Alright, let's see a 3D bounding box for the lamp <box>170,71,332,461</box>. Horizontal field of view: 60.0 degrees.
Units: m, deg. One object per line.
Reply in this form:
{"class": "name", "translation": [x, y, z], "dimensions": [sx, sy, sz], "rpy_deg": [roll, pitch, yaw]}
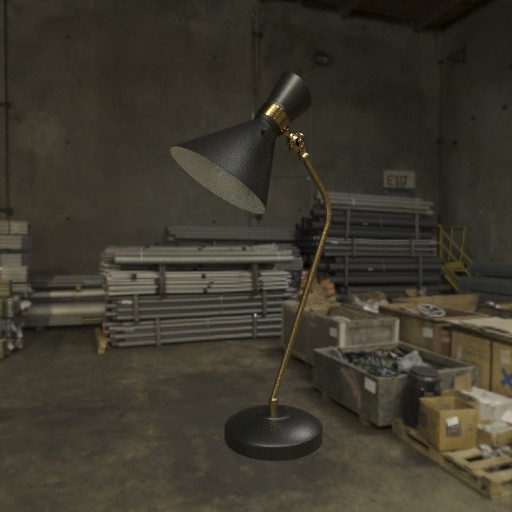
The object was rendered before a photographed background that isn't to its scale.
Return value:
{"class": "lamp", "translation": [0.000, 0.000, 0.769], "dimensions": [0.292, 0.647, 0.189], "rpy_deg": [0, 1, -18]}
